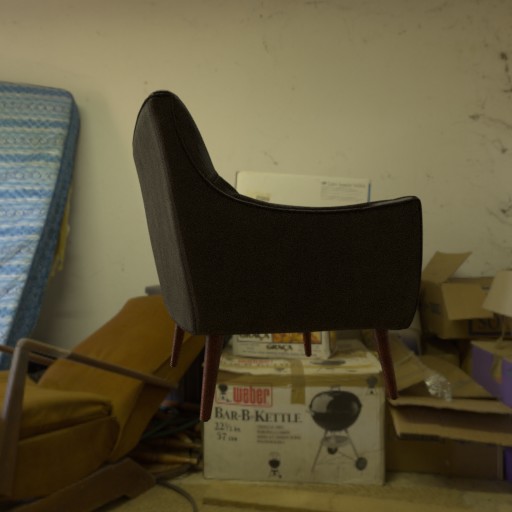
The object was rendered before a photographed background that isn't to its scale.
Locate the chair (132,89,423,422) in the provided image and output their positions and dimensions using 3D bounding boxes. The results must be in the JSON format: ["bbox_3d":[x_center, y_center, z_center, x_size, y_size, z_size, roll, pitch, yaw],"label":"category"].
[{"bbox_3d":[0.000,0.000,1.478,0.787,0.838,0.762,0,0,-18],"label":"chair"}]
